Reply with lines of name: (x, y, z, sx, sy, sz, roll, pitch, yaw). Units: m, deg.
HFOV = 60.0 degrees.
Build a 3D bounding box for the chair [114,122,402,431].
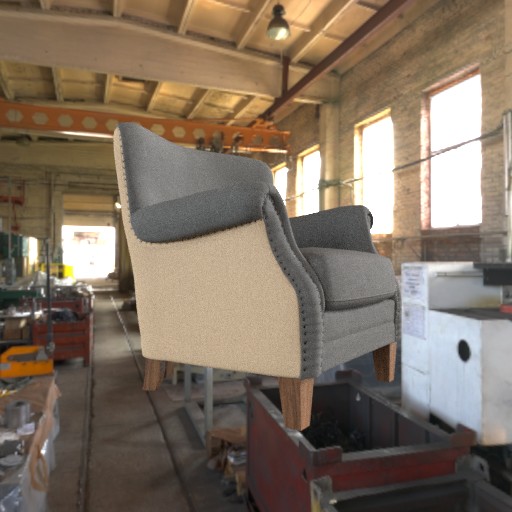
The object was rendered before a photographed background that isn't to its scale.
chair: (0.000, 0.000, 1.655, 0.921, 0.936, 0.861, 0, 0, 37)
